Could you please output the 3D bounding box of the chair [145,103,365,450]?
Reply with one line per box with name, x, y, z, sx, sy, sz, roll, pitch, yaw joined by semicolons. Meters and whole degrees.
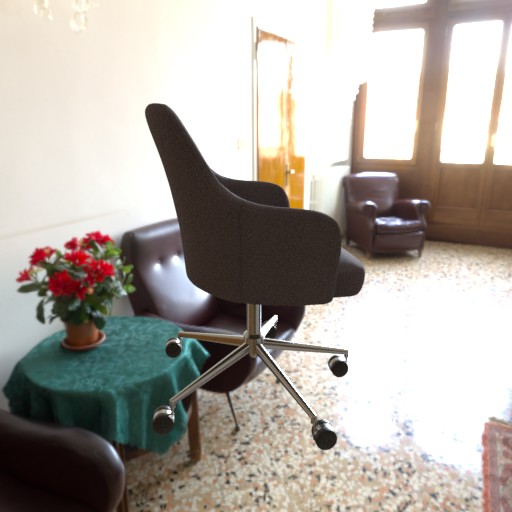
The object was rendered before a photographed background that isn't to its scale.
chair;0.000;0.000;1.270;0.600;0.820;0.655;-2;16;-8
